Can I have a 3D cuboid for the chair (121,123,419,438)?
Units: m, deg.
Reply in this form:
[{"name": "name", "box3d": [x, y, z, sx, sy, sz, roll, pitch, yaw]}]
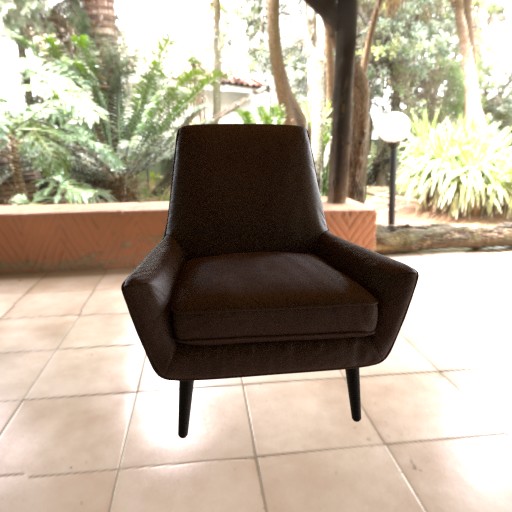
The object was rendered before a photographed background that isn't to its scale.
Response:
[{"name": "chair", "box3d": [0.000, 0.000, 1.523, 0.787, 0.888, 0.824, -2, 15, -8]}]
